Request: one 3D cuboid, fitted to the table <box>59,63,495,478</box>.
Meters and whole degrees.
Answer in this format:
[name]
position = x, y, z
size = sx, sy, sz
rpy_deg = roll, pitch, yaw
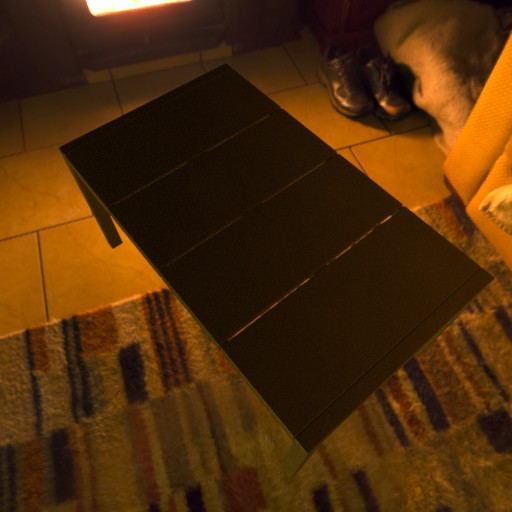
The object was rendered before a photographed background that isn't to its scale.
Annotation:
[table]
position = 0.000, 0.000, 1.262
size = 0.559, 0.460, 0.965
rpy_deg = -35, 65, -19
